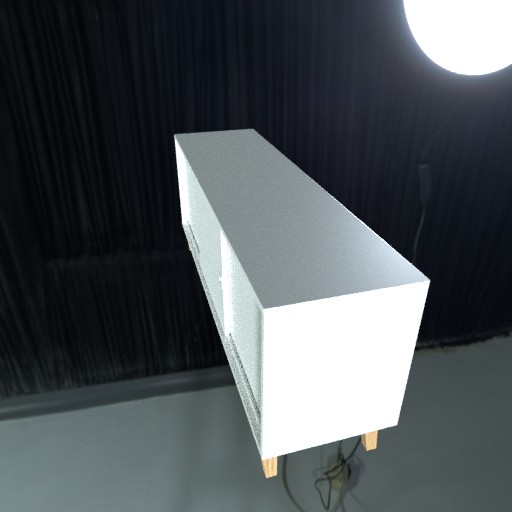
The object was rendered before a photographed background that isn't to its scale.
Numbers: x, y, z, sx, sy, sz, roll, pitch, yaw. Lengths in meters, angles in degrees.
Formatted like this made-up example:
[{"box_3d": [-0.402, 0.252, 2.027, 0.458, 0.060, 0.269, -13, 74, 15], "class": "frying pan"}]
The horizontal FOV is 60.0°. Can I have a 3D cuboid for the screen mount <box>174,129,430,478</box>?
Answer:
[{"box_3d": [0.000, 0.000, 1.744, 0.400, 0.619, 1.490, -8, 31, -14], "class": "screen mount"}]
